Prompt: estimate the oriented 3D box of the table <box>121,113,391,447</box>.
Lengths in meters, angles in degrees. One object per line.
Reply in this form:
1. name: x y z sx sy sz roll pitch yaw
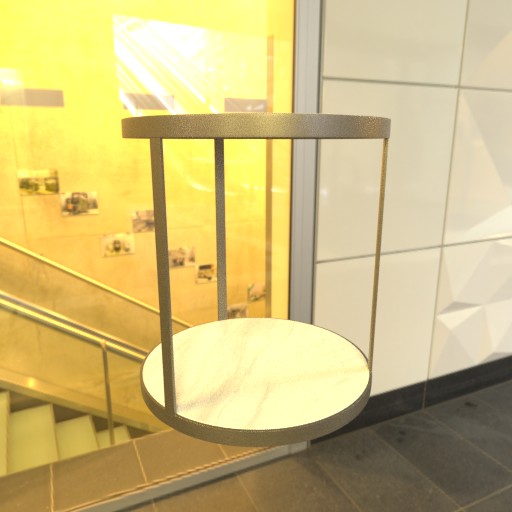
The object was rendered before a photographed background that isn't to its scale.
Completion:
1. table: 0.000 0.000 0.821 0.445 0.479 0.445 0 14 0
